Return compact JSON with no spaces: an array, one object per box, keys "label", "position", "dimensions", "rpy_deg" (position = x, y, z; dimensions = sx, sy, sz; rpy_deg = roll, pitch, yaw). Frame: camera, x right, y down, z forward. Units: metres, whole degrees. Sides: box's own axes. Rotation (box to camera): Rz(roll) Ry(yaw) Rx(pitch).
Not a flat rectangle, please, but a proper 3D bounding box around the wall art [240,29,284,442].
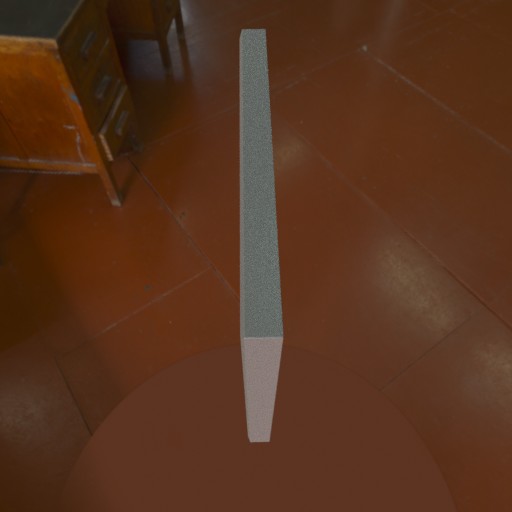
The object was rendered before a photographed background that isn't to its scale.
[{"label":"wall art","position":[0.000,0.000,0.522],"dimensions":[0.028,0.349,0.349],"rpy_deg":[-1,57,-1]}]
